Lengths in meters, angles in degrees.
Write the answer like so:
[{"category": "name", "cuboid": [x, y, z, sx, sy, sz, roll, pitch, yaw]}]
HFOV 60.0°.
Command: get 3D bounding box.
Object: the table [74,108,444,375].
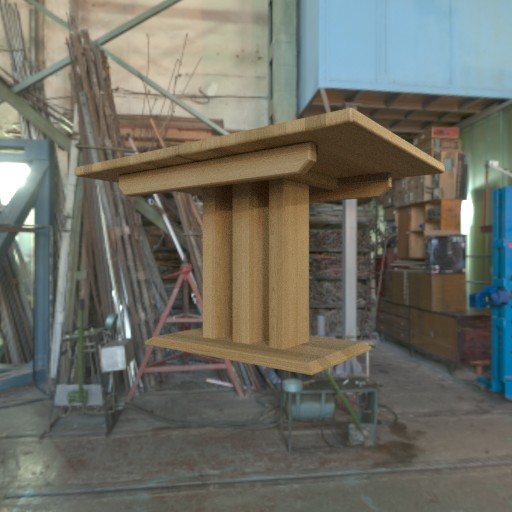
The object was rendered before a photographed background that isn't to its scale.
[{"category": "table", "cuboid": [0.000, 0.000, 1.886, 1.300, 0.770, 0.900, 0, 0, 37]}]
